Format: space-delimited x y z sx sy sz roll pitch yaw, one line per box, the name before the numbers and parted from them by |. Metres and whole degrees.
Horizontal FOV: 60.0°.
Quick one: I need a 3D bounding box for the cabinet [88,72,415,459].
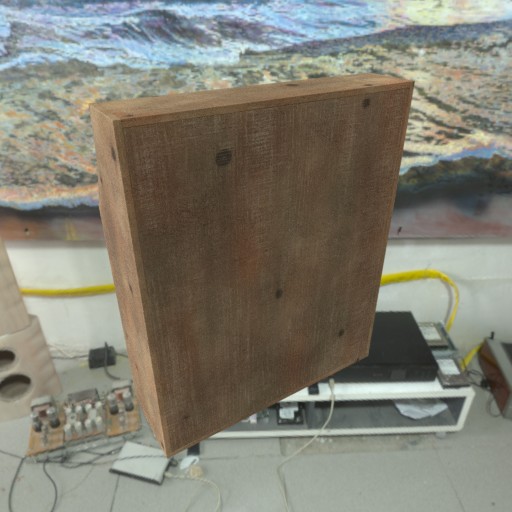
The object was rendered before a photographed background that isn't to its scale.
cabinet | 0.000 0.000 0.815 0.489 0.590 0.184 -18 35 -27
